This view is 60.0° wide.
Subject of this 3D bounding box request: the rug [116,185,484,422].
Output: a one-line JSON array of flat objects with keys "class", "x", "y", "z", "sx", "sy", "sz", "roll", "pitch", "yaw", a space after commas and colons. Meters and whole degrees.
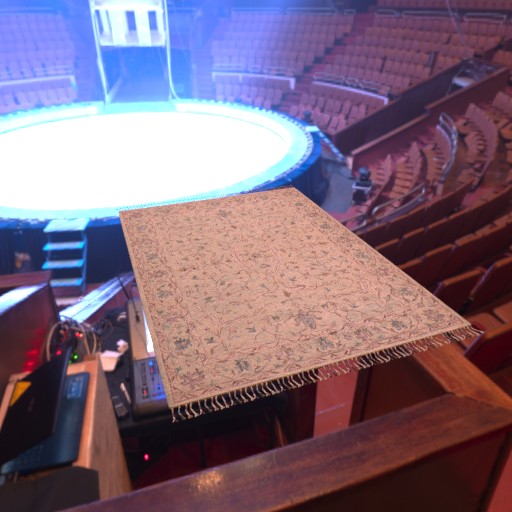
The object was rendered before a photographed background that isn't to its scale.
[{"class": "rug", "x": 0.000, "y": 0.000, "z": 2.279, "sx": 1.247, "sy": 0.008, "sz": 1.802, "roll": -10, "pitch": 31, "yaw": -18}]
